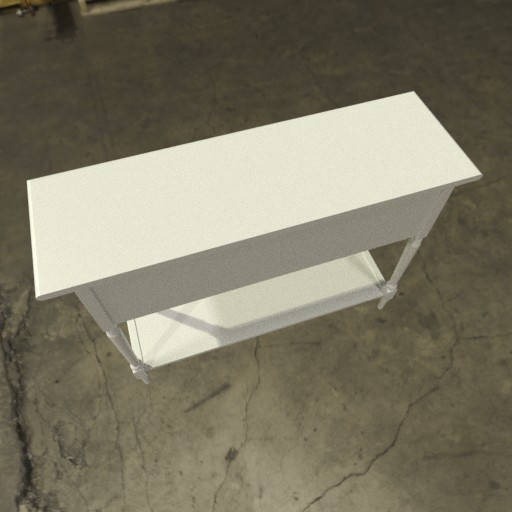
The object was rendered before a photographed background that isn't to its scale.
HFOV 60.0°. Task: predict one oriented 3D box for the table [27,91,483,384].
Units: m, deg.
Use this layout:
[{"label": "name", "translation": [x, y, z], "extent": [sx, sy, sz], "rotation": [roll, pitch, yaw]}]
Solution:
[{"label": "table", "translation": [0.000, 0.000, 1.554], "extent": [1.197, 0.808, 0.384], "rotation": [-16, 59, -10]}]
